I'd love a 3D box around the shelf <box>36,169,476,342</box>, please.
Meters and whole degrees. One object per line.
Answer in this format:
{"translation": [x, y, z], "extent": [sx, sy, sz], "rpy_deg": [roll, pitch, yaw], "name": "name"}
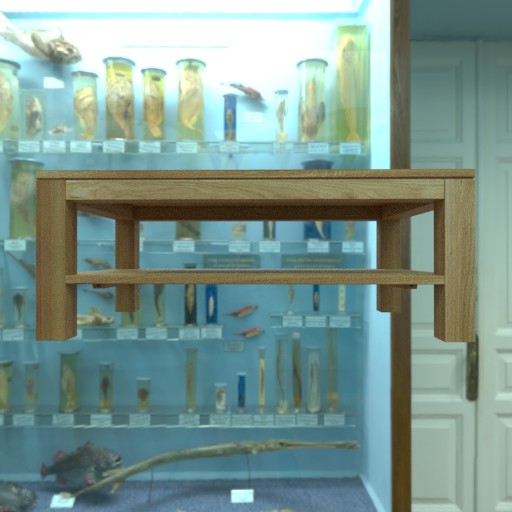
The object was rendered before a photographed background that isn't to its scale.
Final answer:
{"translation": [0.000, 0.000, 1.508], "extent": [1.150, 0.450, 0.700], "rpy_deg": [0, 0, 1], "name": "shelf"}
